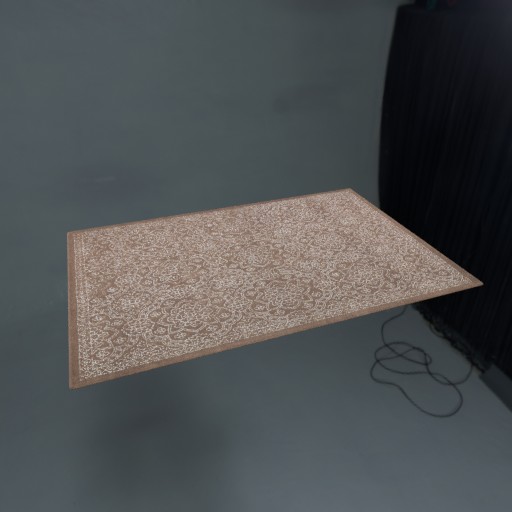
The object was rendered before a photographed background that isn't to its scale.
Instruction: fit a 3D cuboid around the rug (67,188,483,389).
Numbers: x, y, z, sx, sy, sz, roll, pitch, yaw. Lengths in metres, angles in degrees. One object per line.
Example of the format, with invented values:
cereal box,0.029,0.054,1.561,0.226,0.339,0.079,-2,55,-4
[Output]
rug,0.000,0.000,2.867,2.286,0.011,1.524,-11,33,-17
